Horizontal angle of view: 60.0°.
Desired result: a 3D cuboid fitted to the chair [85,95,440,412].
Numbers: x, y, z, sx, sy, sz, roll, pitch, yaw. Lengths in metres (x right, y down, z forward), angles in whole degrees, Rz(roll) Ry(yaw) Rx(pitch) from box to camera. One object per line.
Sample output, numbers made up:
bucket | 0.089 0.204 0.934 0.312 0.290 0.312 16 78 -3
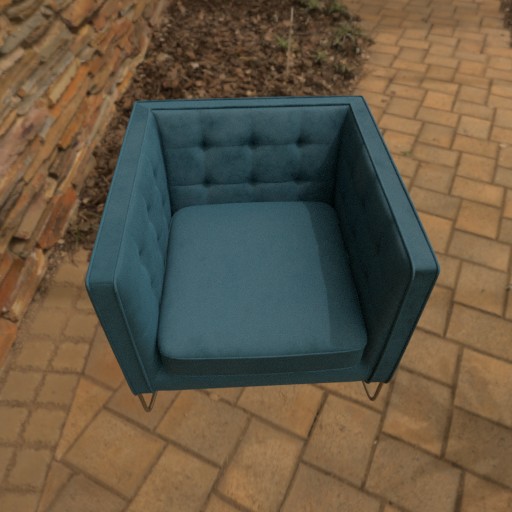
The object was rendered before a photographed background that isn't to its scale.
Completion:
chair | 0.000 0.000 1.614 0.880 0.790 0.894 -2 47 -2
